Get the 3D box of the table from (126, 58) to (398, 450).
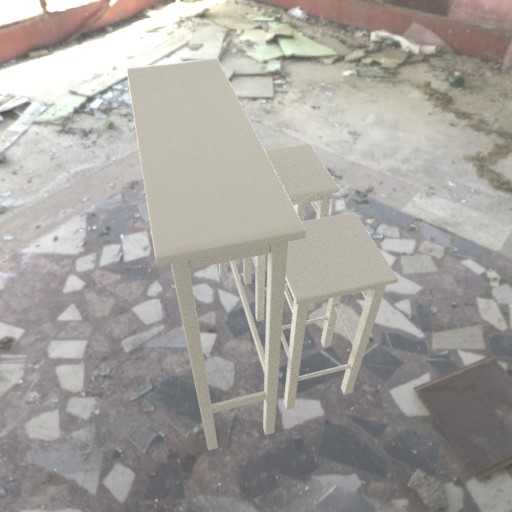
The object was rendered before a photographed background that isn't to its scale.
[{"bbox_3d":[0.000,0.000,1.608,0.650,1.065,0.915,-11,47,-10],"label":"table"}]
